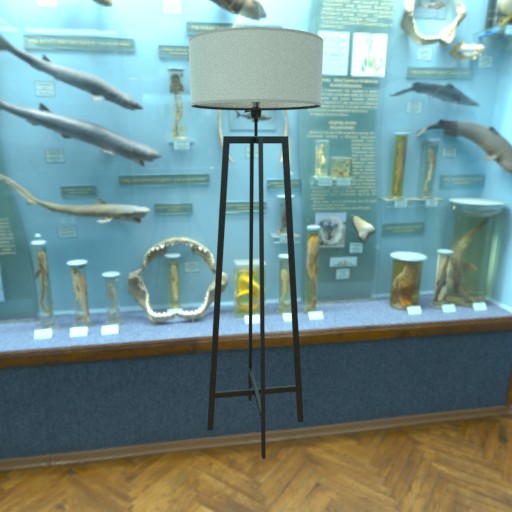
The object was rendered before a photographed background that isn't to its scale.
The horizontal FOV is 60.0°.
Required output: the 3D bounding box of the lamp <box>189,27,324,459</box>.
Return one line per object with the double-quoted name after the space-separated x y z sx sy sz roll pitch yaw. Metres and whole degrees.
0.000 0.000 1.713 0.456 1.510 0.457 -2 15 -8 "lamp"
